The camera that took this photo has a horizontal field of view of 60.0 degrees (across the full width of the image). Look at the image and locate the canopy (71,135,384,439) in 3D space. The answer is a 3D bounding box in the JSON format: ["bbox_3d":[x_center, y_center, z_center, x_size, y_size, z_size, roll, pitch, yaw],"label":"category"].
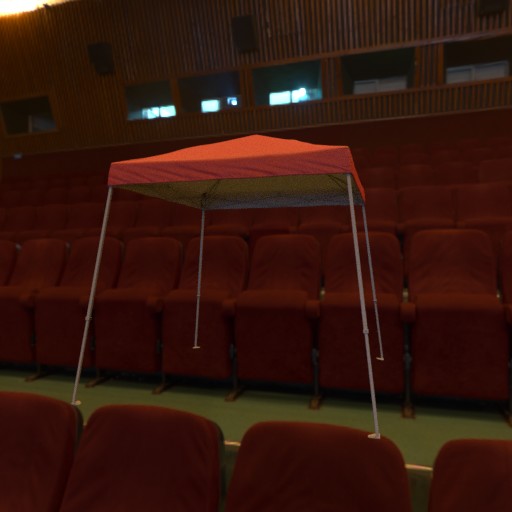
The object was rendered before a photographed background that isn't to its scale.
[{"bbox_3d":[0.000,0.000,6.581,3.600,3.600,3.599,0,0,17],"label":"canopy"}]
